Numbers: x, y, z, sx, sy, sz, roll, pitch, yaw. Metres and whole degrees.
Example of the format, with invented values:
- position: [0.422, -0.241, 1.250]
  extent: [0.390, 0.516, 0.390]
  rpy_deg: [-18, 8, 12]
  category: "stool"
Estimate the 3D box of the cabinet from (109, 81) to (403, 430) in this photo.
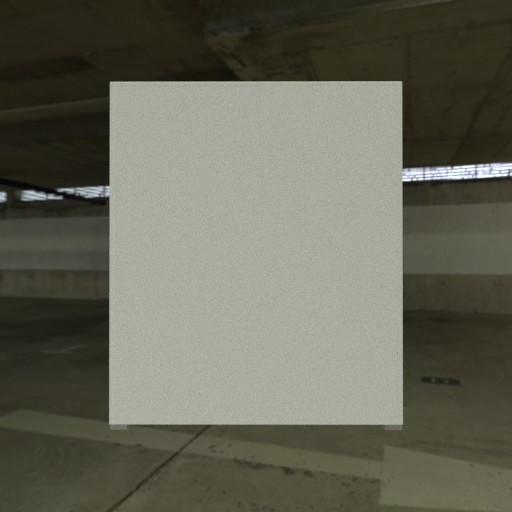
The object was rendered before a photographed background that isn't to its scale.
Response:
- position: [0.000, 0.000, 1.713]
  extent: [1.000, 1.190, 0.400]
  rpy_deg: [0, 0, 0]
  category: "cabinet"
